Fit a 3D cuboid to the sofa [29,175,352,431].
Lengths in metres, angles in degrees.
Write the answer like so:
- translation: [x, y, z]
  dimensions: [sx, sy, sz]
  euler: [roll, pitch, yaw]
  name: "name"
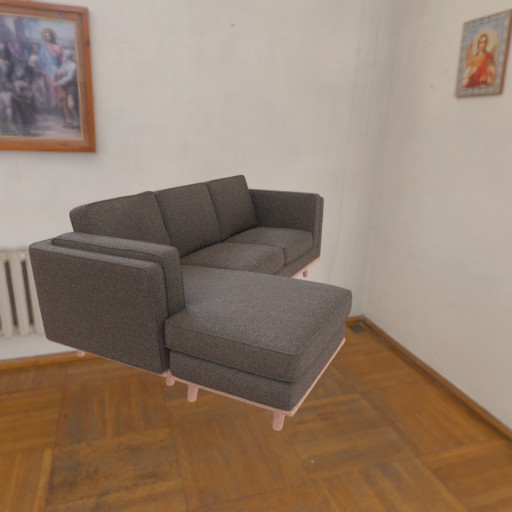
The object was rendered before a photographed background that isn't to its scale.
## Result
- translation: [0.000, 0.000, 3.128]
  dimensions: [1.604, 0.929, 2.411]
  euler: [8, 18, 26]
  name: "sofa"
